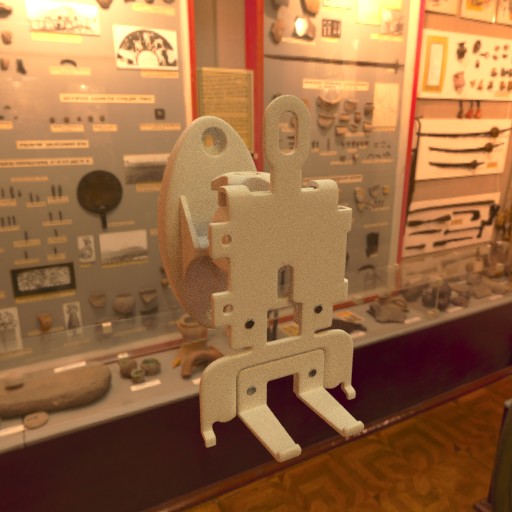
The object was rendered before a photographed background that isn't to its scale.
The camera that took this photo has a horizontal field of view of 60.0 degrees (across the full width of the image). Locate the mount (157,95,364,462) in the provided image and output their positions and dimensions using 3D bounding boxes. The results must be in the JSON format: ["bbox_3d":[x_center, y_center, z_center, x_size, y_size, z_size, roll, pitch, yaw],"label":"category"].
[{"bbox_3d":[0.000,0.000,0.176,0.066,0.118,0.100,-8,18,-26],"label":"mount"}]
